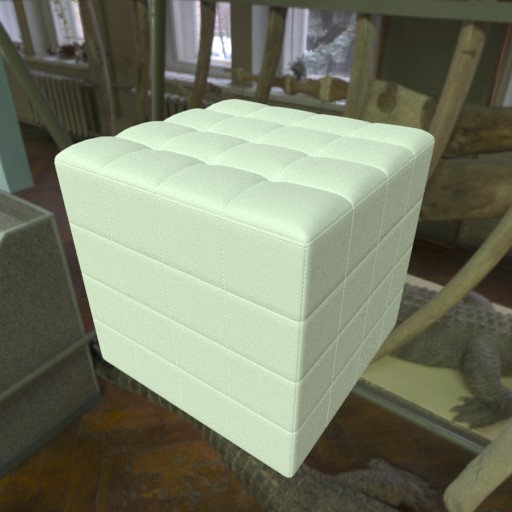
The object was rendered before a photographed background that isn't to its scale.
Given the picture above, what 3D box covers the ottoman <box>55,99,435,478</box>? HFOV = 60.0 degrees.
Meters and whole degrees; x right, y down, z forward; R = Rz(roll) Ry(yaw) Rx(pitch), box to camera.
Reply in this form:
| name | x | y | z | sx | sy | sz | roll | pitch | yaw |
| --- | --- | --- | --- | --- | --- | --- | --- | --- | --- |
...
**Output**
| name | x | y | z | sx | sy | sz | roll | pitch | yaw |
| --- | --- | --- | --- | --- | --- | --- | --- | --- | --- |
| ottoman | 0.000 | 0.000 | 0.786 | 0.425 | 0.432 | 0.425 | 20 | 37 | 30 |
